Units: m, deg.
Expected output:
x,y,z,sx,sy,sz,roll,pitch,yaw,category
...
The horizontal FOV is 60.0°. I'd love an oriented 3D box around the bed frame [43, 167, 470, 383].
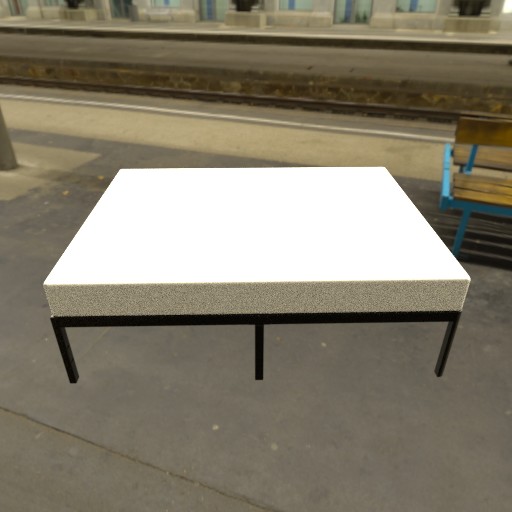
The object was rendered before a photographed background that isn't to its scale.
x,y,z,sx,sy,sz,roll,pitch,yaw,category
0.000,0.000,2.917,2.072,0.659,1.557,-1,31,-1,bed frame
